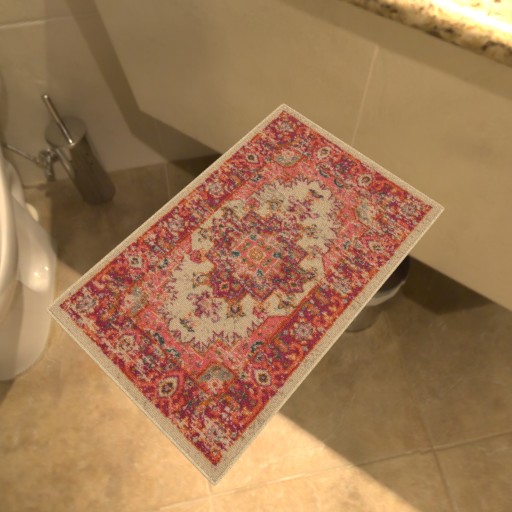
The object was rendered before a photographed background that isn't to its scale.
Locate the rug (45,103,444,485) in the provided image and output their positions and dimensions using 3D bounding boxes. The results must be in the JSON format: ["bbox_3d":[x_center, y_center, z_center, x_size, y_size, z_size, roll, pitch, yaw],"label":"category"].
[{"bbox_3d":[0.000,0.000,1.099,0.556,0.004,0.868,39,70,17],"label":"rug"}]
